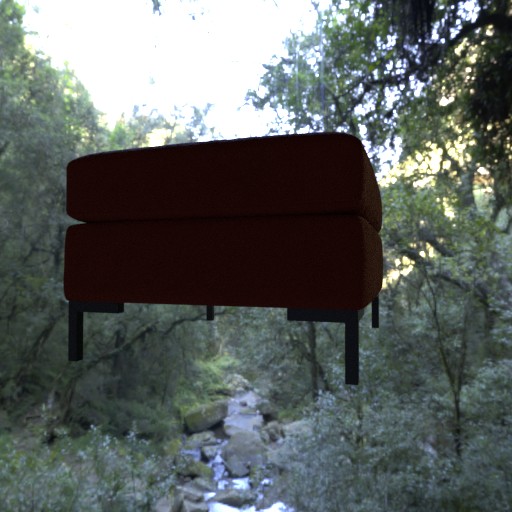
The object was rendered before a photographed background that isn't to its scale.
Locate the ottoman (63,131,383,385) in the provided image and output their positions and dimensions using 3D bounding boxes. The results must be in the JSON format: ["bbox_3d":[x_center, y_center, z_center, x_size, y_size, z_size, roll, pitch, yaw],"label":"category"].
[{"bbox_3d":[0.000,0.000,1.211,0.650,0.462,0.782,0,-1,18],"label":"ottoman"}]
